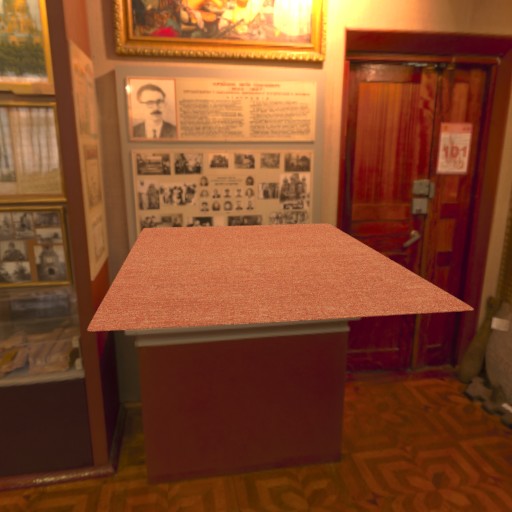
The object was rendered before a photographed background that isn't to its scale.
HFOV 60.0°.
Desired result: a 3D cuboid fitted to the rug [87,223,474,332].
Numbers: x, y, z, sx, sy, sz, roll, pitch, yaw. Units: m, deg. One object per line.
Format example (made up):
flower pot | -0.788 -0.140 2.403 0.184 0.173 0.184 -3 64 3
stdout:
rug | 0.000 0.000 2.782 1.594 0.009 2.112 -2 14 -8
